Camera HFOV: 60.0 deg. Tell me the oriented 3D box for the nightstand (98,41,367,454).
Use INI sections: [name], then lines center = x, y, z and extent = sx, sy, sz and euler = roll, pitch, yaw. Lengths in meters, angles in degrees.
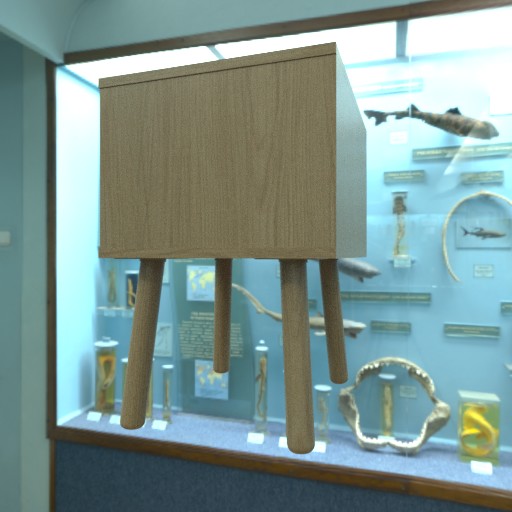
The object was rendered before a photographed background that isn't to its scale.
[nightstand]
center = 0.000, 0.000, 0.863
extent = 0.380, 0.571, 0.450
euler = 0, 0, 19
